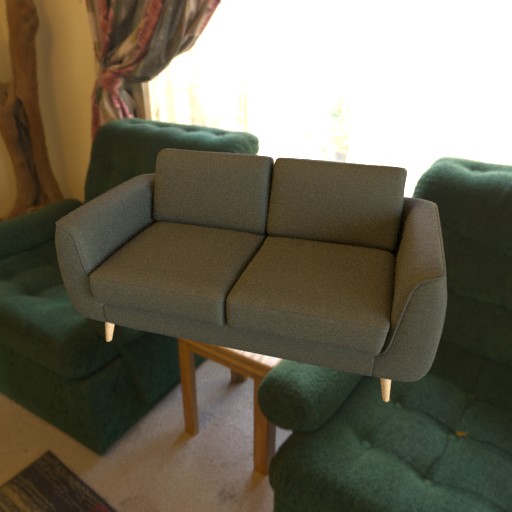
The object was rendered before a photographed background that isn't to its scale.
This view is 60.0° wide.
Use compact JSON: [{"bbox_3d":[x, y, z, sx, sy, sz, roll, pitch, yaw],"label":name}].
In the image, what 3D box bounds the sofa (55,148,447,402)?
[{"bbox_3d":[0.000,0.000,2.206,1.700,0.850,0.920,8,28,15],"label":"sofa"}]
